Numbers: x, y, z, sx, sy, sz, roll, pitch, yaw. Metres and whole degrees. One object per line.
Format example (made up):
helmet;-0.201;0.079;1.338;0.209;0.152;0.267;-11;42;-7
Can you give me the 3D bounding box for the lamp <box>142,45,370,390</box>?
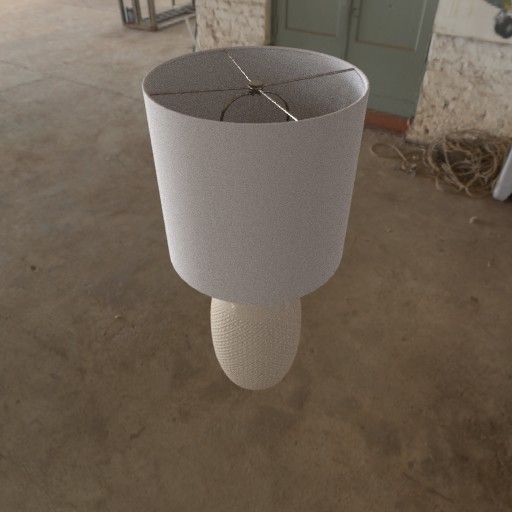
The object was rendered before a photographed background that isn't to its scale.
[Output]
lamp;0.000;0.000;0.575;0.217;0.453;0.217;-13;42;-15
